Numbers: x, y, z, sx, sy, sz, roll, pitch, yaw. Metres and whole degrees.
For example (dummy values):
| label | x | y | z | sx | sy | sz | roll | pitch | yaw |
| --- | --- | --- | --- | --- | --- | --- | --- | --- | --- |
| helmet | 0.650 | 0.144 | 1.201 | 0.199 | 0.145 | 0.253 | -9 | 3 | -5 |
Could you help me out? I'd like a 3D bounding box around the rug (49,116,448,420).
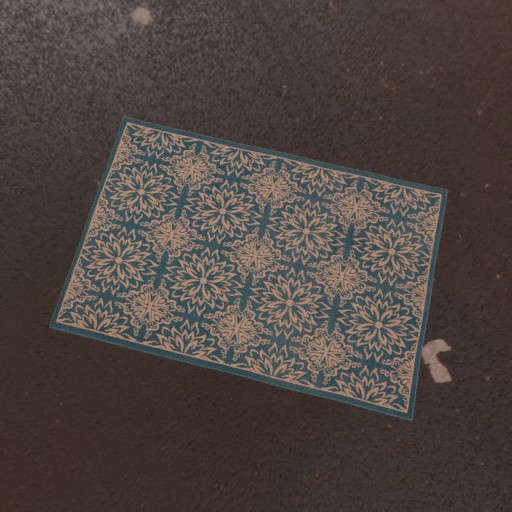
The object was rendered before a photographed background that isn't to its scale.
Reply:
| label | x | y | z | sx | sy | sz | roll | pitch | yaw |
| --- | --- | --- | --- | --- | --- | --- | --- | --- | --- |
| rug | 0.000 | 0.000 | 2.301 | 1.833 | 0.012 | 1.211 | 14 | 77 | 3 |
